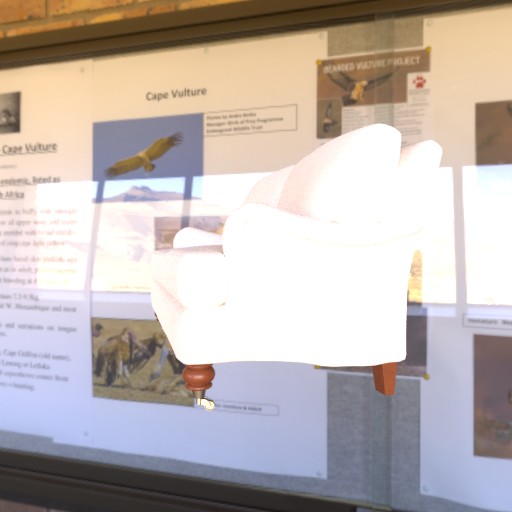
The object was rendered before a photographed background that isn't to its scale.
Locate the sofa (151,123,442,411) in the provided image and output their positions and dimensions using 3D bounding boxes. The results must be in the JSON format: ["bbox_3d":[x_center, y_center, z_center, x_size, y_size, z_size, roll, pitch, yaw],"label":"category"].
[{"bbox_3d":[0.000,0.000,2.503,1.084,1.101,1.853,0,1,-16],"label":"sofa"}]
